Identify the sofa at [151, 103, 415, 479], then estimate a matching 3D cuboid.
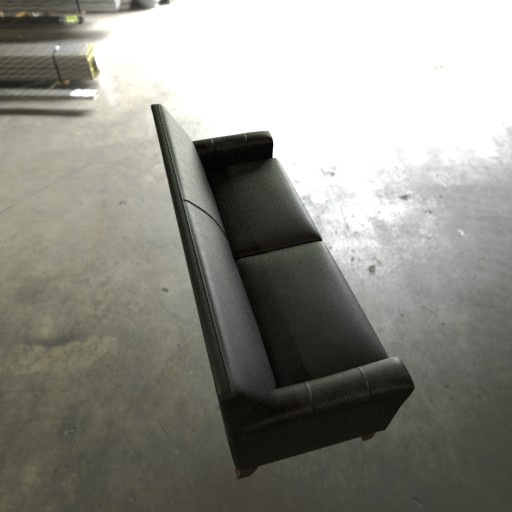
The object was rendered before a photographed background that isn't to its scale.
[{"bbox_3d":[0.000,0.000,2.471,0.805,0.947,2.053,-11,46,-11],"label":"sofa"}]
